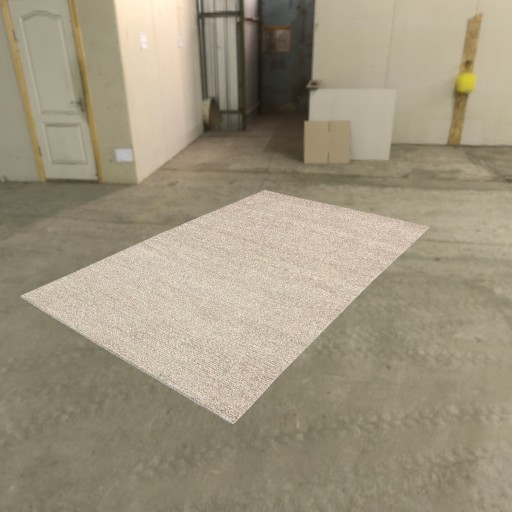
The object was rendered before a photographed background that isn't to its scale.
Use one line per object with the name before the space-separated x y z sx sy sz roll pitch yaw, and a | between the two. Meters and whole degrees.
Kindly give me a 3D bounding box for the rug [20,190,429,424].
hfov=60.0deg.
rug | 0.000 0.000 2.199 1.154 0.021 1.792 18 32 32
